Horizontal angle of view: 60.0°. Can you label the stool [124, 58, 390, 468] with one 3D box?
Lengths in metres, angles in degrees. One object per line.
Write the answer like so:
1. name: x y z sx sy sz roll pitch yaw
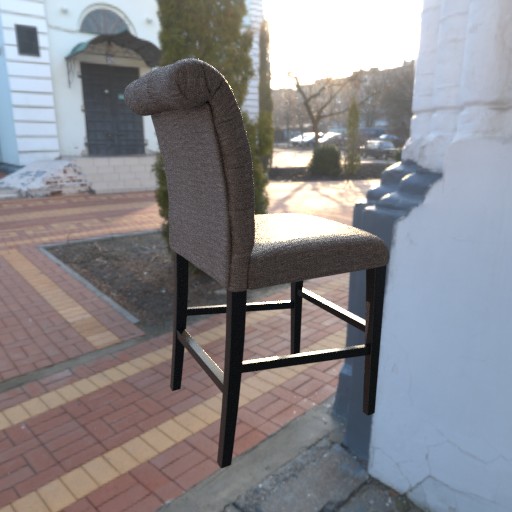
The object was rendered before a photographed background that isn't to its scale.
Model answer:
1. stool: 0.000 0.000 1.281 0.611 0.970 0.457 -8 17 -27
